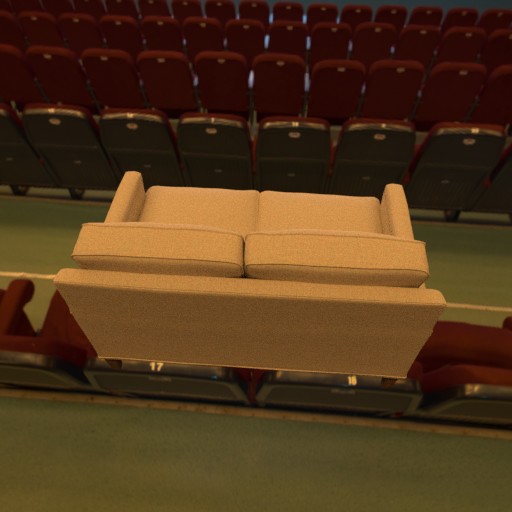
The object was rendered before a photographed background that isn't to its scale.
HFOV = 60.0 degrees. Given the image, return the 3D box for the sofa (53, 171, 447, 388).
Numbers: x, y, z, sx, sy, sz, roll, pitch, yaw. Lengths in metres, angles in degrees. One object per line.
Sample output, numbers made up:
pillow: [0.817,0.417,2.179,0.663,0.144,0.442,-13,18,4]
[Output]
sofa: [0.000,0.000,2.288,1.597,1.003,1.084,3,47,3]
